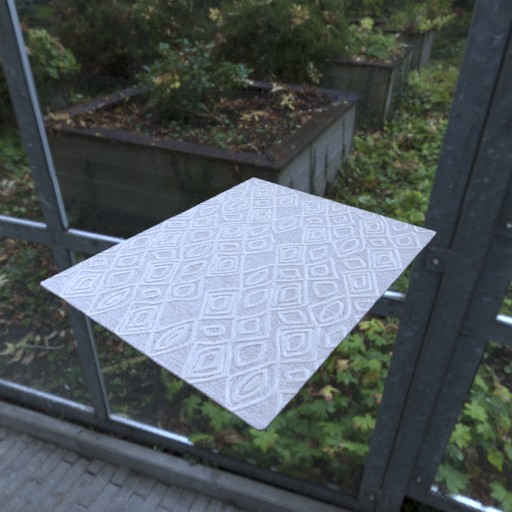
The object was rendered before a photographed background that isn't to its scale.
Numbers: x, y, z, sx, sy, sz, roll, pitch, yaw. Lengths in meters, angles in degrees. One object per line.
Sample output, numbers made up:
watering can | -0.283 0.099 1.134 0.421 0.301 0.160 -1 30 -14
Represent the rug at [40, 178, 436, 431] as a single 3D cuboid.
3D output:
rug | 0.000 0.000 4.256 2.449 0.025 3.049 22 39 31
